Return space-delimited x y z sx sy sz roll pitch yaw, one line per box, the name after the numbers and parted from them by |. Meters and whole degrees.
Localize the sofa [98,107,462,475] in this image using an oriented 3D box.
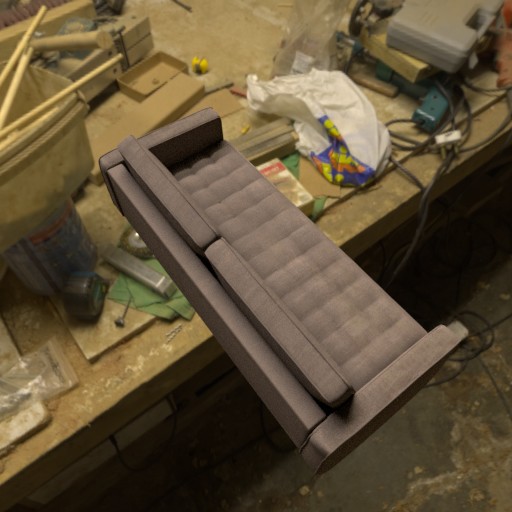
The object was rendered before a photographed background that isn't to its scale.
0.000 0.000 2.681 0.923 0.813 2.295 -32 62 -19 | sofa
